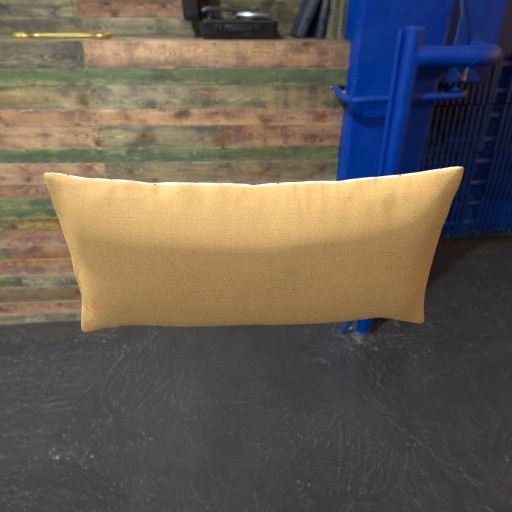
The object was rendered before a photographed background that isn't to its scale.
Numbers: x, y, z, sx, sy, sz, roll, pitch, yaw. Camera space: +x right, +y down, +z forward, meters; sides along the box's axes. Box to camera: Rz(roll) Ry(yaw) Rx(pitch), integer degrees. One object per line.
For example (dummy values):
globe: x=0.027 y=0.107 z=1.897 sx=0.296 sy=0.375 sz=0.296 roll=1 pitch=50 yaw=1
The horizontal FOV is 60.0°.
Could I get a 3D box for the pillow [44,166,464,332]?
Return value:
pillow: x=0.000 y=0.000 z=0.714 sx=0.608 sy=0.291 sz=0.151 roll=-1 pitch=30 yaw=-2
